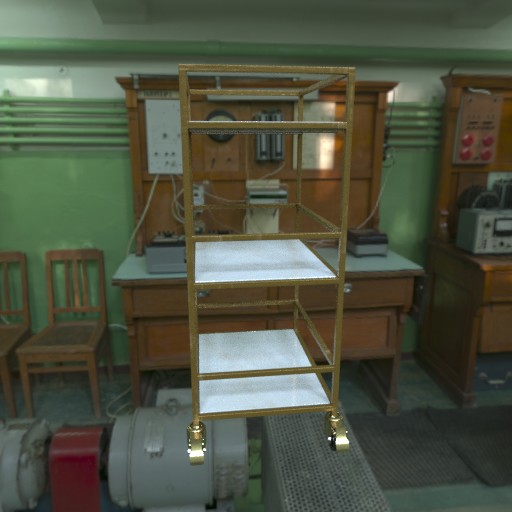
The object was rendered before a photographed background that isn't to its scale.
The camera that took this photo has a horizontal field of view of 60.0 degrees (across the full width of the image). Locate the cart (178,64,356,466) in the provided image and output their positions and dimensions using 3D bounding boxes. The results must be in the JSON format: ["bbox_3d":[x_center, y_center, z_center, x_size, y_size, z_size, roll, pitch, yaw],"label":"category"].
[{"bbox_3d":[0.000,0.000,1.019,0.332,0.761,0.483,-2,15,-7],"label":"cart"}]
